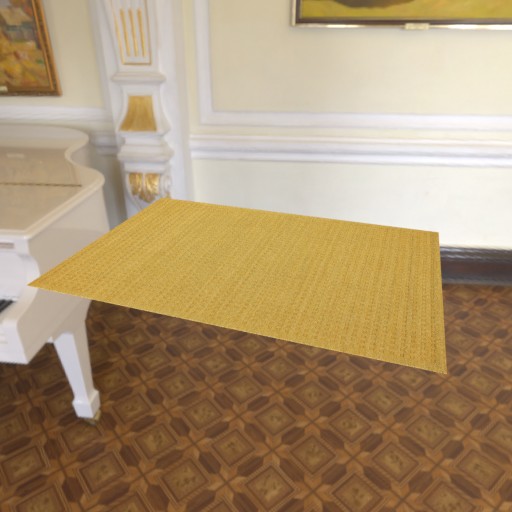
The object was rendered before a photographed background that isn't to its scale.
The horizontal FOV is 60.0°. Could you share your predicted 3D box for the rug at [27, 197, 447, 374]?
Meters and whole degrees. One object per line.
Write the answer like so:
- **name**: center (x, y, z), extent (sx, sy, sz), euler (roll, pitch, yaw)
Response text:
- **rug**: center (0.000, 0.000, 3.686), extent (2.895, 0.006, 1.981), euler (9, 29, 17)
